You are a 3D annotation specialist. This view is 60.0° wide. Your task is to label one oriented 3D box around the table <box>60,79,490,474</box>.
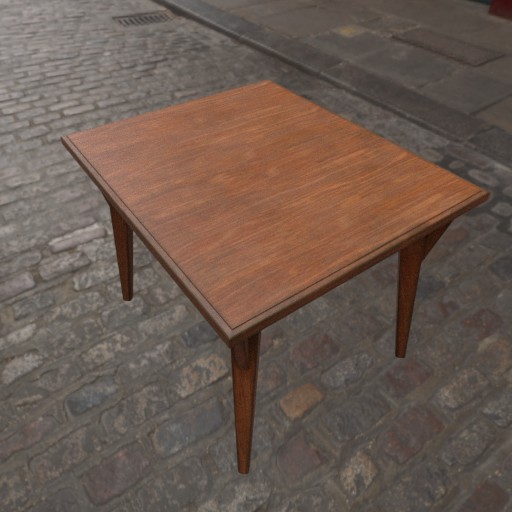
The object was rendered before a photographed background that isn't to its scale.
[{"bbox_3d":[0.000,0.000,1.558,0.838,0.761,0.991,-26,48,-26],"label":"table"}]
